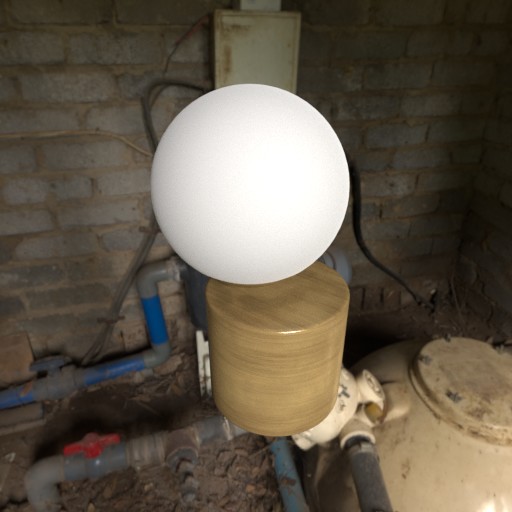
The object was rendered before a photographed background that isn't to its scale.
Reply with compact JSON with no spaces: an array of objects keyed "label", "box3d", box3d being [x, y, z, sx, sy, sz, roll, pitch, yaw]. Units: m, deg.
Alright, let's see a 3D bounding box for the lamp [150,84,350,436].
[{"label":"lamp","box3d":[0.000,0.000,0.346,0.152,0.250,0.141,19,34,31]}]
